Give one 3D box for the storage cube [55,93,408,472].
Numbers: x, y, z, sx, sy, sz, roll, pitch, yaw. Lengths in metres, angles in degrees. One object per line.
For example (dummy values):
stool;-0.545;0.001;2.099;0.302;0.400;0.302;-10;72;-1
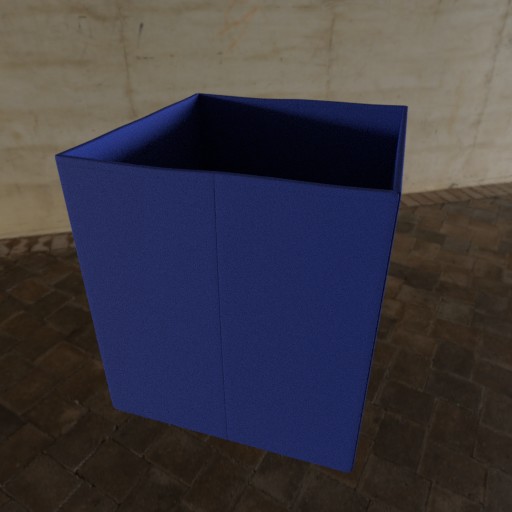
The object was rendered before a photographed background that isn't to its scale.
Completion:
storage cube;0.000;0.000;0.480;0.270;0.280;0.270;9;31;15
